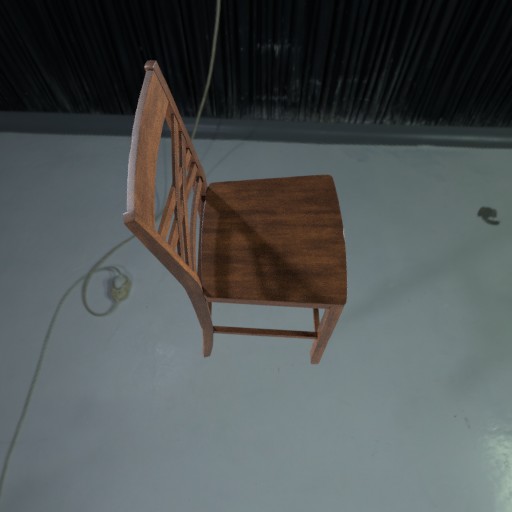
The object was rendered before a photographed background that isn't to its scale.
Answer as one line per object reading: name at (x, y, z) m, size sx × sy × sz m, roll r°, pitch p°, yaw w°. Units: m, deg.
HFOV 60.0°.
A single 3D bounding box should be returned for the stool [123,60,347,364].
stool at (0.000, 0.000, 1.376) m, size 0.504 × 1.098 × 0.426 m, roll -1°, pitch 63°, yaw 0°
